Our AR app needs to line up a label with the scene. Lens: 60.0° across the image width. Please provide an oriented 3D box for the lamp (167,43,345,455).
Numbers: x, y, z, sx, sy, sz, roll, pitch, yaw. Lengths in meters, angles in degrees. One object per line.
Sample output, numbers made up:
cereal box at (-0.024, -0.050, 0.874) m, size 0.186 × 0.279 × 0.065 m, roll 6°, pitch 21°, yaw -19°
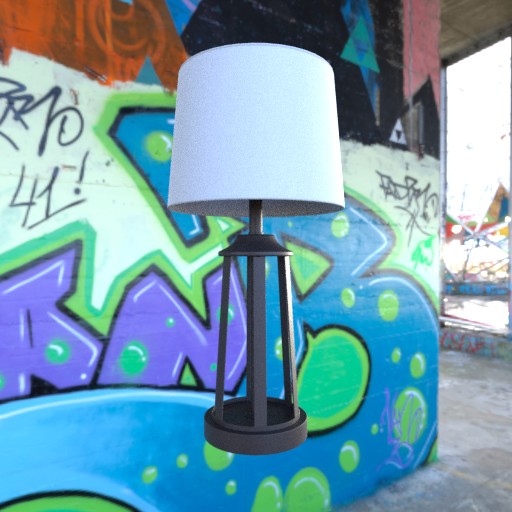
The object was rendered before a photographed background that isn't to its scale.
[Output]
lamp at (0.000, 0.000, 0.639) m, size 0.251 × 0.509 × 0.251 m, roll 0°, pitch 0°, yaw 0°
